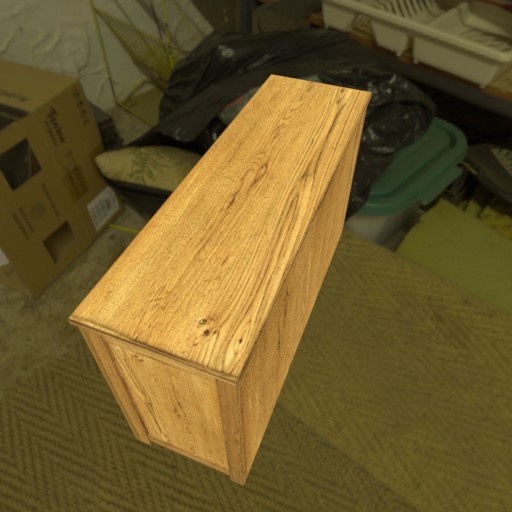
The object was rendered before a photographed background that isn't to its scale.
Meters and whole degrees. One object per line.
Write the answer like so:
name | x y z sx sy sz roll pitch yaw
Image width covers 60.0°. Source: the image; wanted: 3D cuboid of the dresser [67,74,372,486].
dresser | 0.000 0.000 2.062 0.563 0.932 1.657 16 49 15
